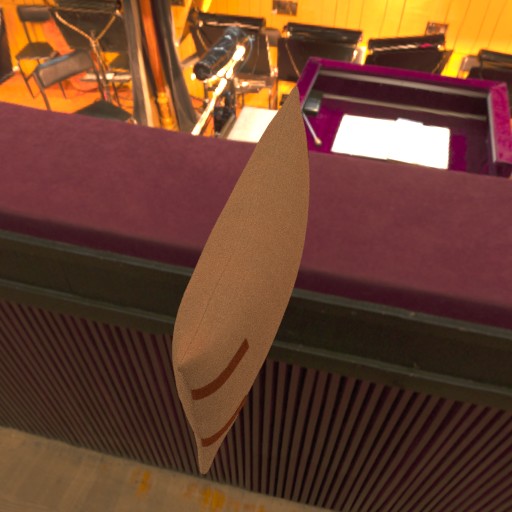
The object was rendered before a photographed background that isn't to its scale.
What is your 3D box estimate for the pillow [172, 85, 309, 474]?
[{"bbox_3d":[0.000,0.000,0.740,0.148,0.308,0.612,11,48,10],"label":"pillow"}]
